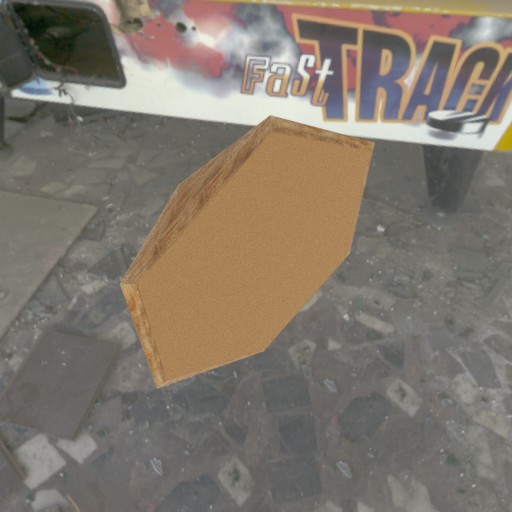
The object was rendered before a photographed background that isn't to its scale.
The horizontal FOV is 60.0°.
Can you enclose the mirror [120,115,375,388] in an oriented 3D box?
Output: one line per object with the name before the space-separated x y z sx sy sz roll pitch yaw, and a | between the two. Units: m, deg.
mirror | 0.000 0.000 1.072 0.675 0.779 0.091 -32 55 -26
